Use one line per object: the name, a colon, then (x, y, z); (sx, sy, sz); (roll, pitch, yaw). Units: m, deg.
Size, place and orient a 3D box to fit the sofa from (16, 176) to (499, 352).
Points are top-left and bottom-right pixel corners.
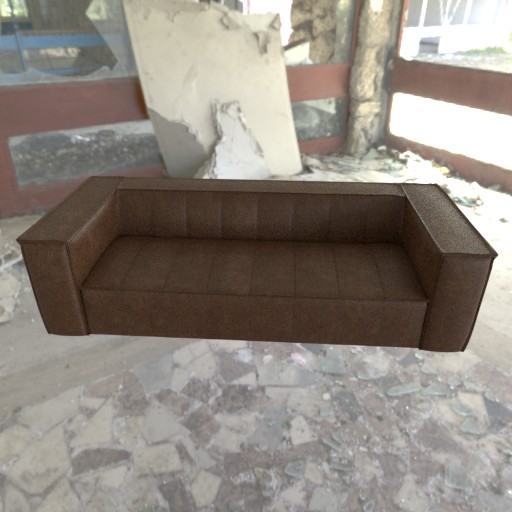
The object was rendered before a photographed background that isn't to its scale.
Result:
sofa: (0.000, 0.000, 2.930); (2.581, 0.701, 1.102); (2, 30, 3)
